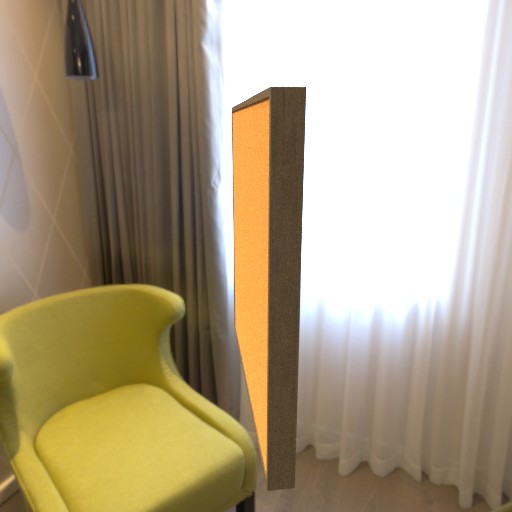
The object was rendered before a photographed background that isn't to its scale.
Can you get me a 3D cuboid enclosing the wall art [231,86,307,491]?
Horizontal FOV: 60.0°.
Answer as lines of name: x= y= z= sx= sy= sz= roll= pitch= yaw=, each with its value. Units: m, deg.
wall art: x=0.000 y=0.000 z=0.765 sx=0.037 sy=0.507 sz=0.507 roll=-2 pitch=16 yaw=-7
